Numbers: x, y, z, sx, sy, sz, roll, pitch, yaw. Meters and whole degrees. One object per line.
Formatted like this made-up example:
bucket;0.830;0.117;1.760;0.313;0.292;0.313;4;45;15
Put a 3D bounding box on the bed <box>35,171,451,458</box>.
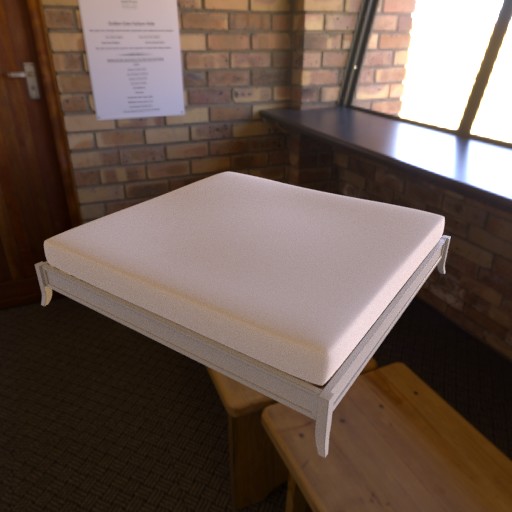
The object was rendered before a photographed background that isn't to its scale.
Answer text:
bed;0.000;0.000;3.052;2.108;0.510;2.007;17;31;31
